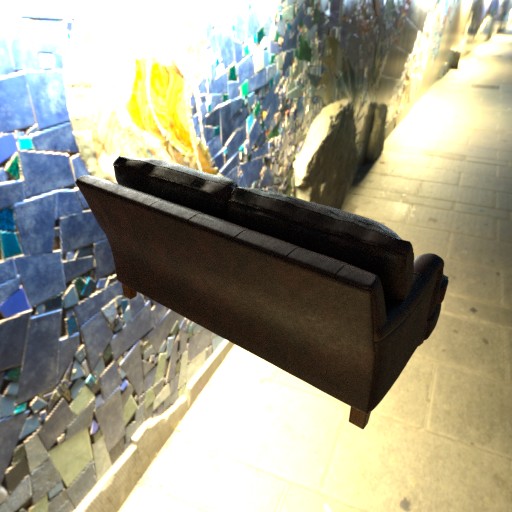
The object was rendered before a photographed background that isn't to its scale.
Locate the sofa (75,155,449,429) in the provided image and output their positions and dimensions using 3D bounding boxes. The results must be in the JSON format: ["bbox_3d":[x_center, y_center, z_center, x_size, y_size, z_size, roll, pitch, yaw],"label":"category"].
[{"bbox_3d":[0.000,0.000,2.852,2.144,1.071,1.147,21,36,33],"label":"sofa"}]
